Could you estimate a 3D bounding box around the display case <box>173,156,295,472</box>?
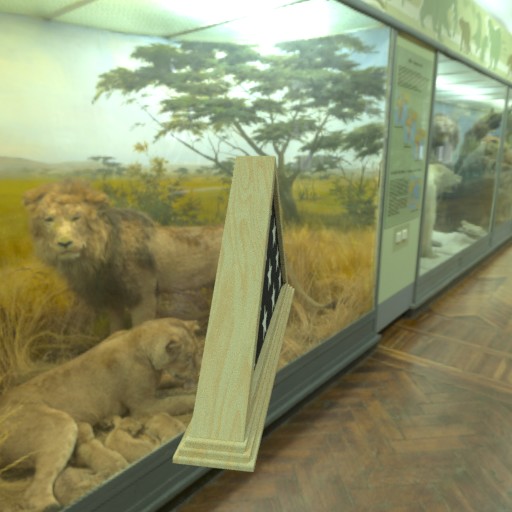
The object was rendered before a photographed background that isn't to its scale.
[{"bbox_3d":[0.000,0.000,0.772,0.095,0.340,0.640,2,14,9],"label":"display case"}]
